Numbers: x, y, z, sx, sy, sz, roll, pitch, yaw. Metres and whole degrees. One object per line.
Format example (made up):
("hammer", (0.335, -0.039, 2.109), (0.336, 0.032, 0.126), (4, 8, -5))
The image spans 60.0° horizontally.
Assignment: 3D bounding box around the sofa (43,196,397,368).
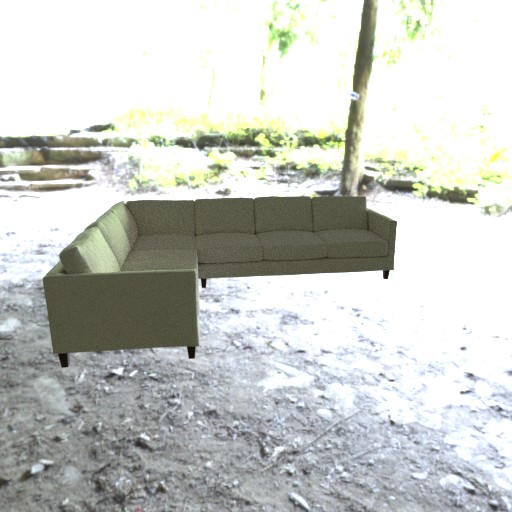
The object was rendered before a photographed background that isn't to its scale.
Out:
("sofa", (0.000, 0.000, 4.330), (3.182, 0.863, 2.432), (-2, 16, -8))
